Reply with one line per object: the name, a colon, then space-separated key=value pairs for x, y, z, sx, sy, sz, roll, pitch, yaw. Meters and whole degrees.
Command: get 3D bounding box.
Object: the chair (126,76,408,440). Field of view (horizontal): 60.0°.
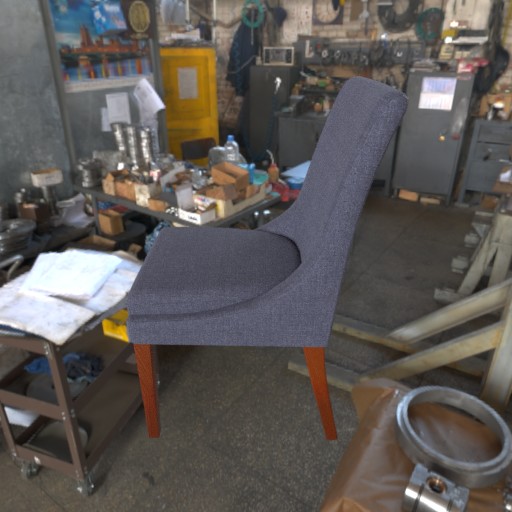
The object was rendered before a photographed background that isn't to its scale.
chair: x=0.000 y=0.000 z=1.300 sx=0.655 sy=0.952 sz=0.508 roll=0 pitch=26 yaw=0
